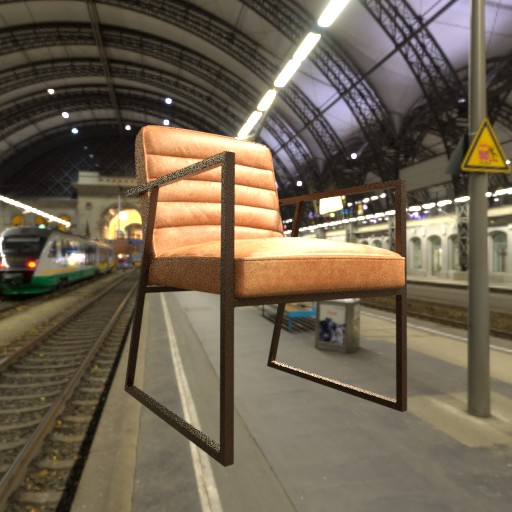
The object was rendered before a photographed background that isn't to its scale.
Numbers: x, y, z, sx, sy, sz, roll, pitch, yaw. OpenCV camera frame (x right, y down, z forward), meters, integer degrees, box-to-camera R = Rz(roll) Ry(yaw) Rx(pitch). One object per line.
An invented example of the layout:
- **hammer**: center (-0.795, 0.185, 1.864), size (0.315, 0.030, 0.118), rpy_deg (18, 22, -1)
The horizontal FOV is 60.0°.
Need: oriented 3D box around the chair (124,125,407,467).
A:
- **chair**: center (0.000, 0.000, 1.284), size (0.571, 0.832, 0.677), rpy_deg (0, 0, -34)
